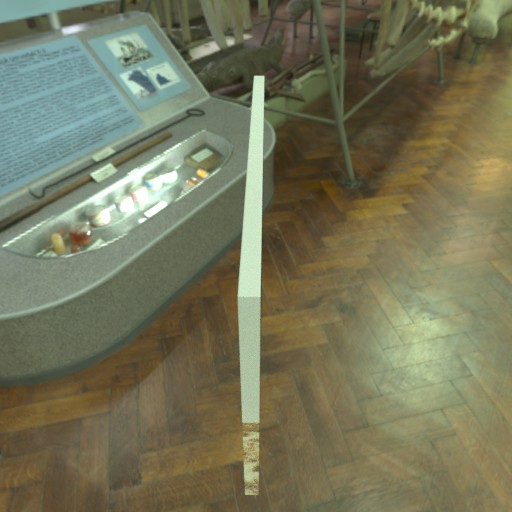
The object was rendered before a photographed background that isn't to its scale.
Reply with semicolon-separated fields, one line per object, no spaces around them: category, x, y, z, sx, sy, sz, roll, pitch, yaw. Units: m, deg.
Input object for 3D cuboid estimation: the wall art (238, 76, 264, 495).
wall art;0.000;0.000;1.887;0.051;1.016;1.520;1;39;1
